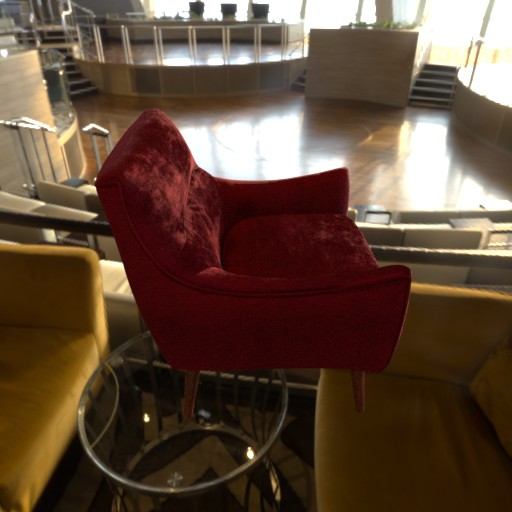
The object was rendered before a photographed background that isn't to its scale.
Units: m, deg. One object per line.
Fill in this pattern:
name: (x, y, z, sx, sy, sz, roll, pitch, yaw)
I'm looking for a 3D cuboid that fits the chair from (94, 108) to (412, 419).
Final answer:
chair: (0.000, 0.000, 1.467, 0.787, 0.838, 0.762, -1, 32, -2)
